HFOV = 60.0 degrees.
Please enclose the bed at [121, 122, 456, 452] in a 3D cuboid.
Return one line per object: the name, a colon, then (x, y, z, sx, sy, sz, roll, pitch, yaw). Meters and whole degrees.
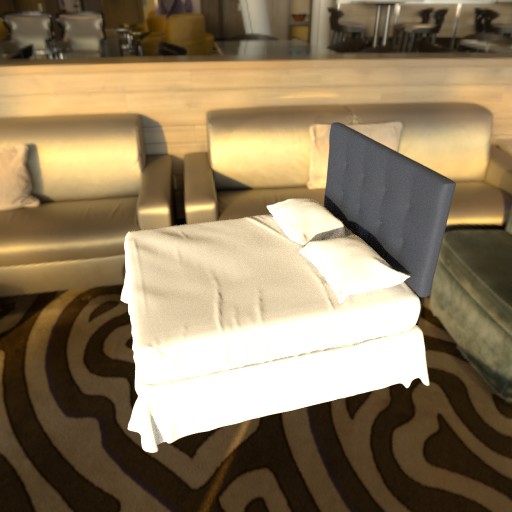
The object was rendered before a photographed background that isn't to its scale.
bed: (0.000, 0.000, 3.467, 2.222, 1.577, 1.936, -8, 31, -14)
